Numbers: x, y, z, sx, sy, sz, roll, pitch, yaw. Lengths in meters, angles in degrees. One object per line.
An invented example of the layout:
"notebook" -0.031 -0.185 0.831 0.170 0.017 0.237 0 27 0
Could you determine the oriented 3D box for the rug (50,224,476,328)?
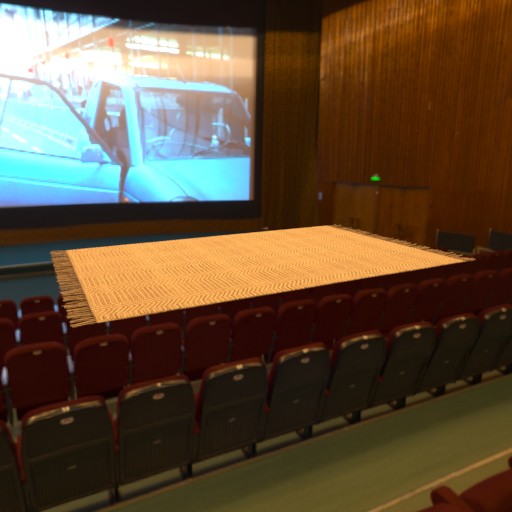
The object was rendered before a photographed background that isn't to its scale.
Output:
"rug" 0.000 0.000 2.432 2.021 0.027 1.224 -7 15 -26
